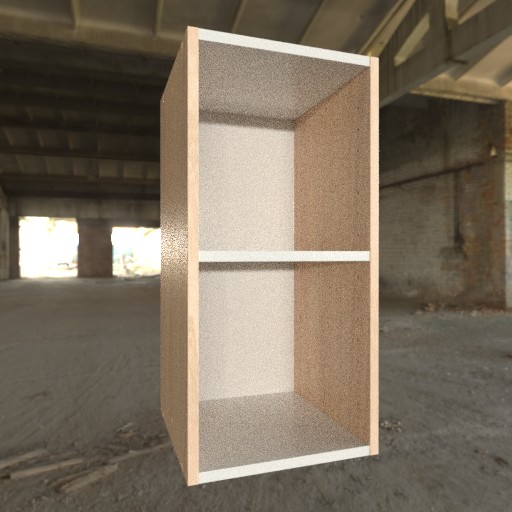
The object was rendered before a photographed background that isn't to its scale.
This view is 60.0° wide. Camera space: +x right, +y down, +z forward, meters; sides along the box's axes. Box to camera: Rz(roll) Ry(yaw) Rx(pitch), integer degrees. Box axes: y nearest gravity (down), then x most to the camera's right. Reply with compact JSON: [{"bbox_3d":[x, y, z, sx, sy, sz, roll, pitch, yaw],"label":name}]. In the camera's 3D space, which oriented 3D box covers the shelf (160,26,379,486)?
[{"bbox_3d":[0.000,0.000,0.758,0.290,0.594,0.297,0,0,-19],"label":"shelf"}]
